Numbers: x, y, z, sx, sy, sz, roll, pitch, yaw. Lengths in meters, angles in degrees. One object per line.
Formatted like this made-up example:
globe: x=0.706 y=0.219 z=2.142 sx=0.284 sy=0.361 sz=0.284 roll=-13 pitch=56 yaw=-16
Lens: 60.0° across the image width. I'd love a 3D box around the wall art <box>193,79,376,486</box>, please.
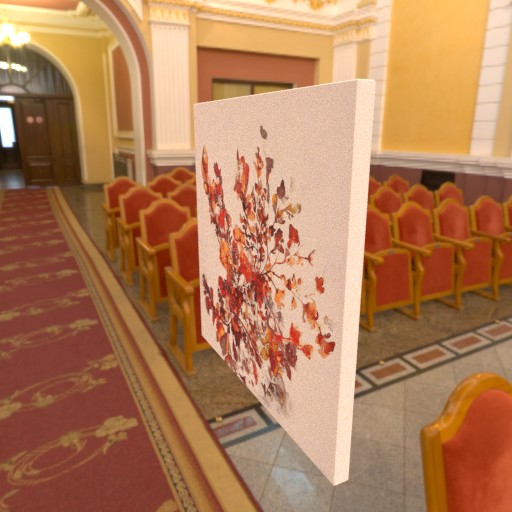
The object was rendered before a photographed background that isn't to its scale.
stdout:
wall art: x=0.000 y=0.000 z=1.110 sx=0.037 sy=0.757 sz=0.757 roll=-8 pitch=18 yaw=-26
